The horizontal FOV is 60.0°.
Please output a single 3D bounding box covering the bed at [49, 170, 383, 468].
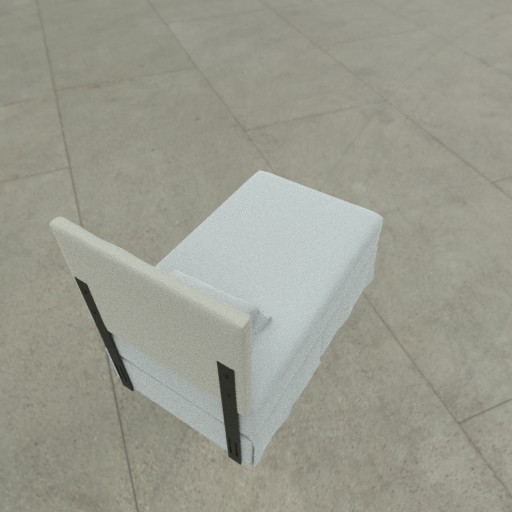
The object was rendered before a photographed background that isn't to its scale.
[{"bbox_3d":[0.000,0.000,3.054,1.261,1.571,1.997,25,51,22],"label":"bed"}]
